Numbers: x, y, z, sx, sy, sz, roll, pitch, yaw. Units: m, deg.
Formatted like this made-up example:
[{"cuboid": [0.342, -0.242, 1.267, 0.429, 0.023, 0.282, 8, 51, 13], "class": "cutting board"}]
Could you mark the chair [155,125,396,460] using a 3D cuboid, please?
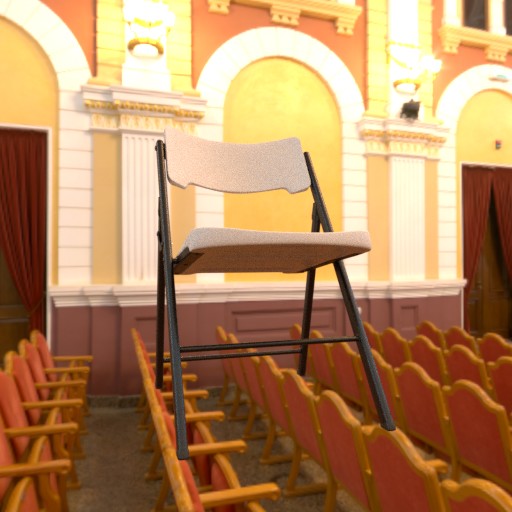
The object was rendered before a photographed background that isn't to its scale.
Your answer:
[{"cuboid": [0.000, 0.000, 1.148, 0.482, 0.765, 0.577, 0, 0, -18], "class": "chair"}]
